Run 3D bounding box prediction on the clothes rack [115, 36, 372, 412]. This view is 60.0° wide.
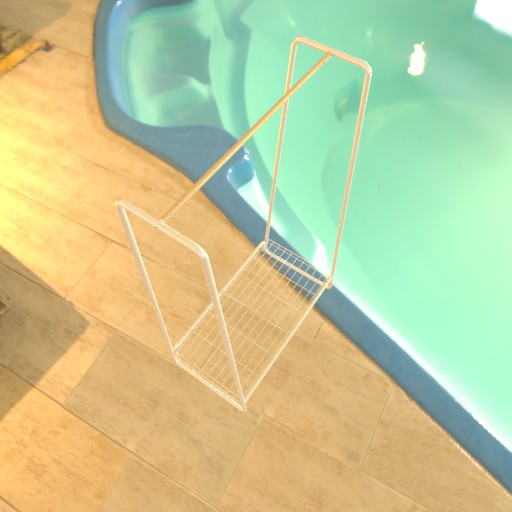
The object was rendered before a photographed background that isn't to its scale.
[{"bbox_3d":[0.000,0.000,1.943,0.495,1.500,0.900,31,63,18],"label":"clothes rack"}]
